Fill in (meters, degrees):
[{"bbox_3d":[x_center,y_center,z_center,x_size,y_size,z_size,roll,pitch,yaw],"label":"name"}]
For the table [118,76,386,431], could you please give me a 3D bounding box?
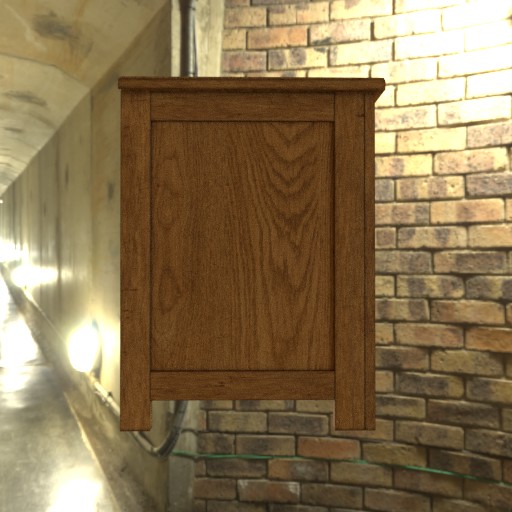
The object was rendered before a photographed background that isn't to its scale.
[{"bbox_3d":[0.000,0.000,1.075,0.494,0.625,0.601,0,0,-1],"label":"table"}]
